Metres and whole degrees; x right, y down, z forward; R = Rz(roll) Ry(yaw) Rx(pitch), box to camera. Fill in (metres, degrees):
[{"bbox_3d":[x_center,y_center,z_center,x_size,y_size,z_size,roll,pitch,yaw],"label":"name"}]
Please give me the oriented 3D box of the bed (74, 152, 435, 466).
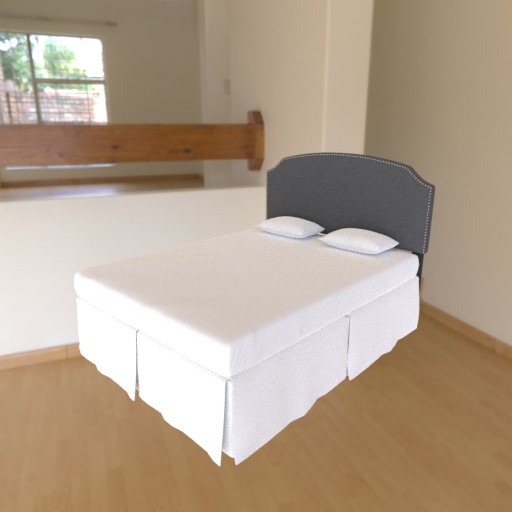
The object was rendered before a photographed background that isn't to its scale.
[{"bbox_3d":[0.000,0.000,2.985,1.558,1.270,1.999,15,22,41],"label":"bed"}]
